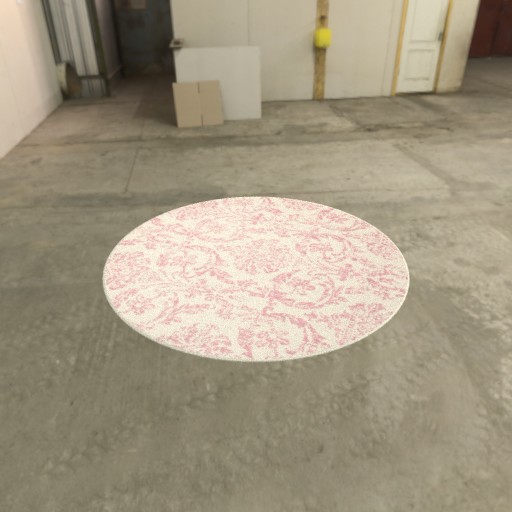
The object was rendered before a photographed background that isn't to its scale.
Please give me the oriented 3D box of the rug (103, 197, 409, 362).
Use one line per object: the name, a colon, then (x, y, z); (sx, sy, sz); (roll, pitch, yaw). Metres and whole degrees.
rug: (0.000, 0.000, 2.399); (1.593, 0.012, 1.593); (0, 31, 0)
